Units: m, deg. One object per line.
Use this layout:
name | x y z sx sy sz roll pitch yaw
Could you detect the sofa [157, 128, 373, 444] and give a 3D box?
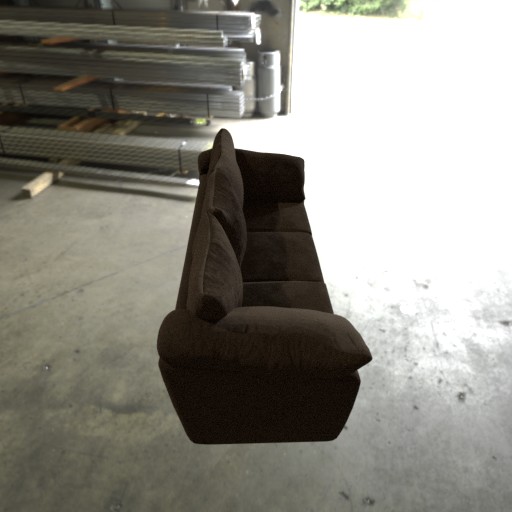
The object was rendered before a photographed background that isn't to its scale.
sofa | 0.000 0.000 2.860 0.878 1.015 2.336 -1 33 -1
